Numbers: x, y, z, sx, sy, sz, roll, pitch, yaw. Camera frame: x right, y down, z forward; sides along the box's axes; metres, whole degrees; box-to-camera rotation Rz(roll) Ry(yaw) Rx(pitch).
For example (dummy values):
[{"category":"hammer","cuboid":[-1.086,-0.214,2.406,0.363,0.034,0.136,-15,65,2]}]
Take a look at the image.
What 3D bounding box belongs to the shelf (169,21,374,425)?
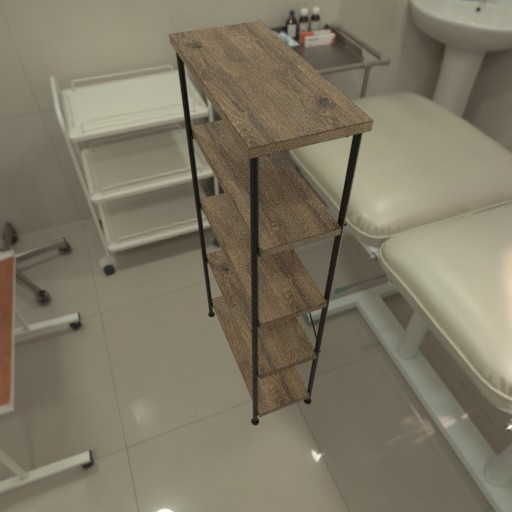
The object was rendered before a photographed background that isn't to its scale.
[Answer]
[{"category":"shelf","cuboid":[0.000,0.000,2.016,0.360,1.700,0.800,-16,49,-15]}]
